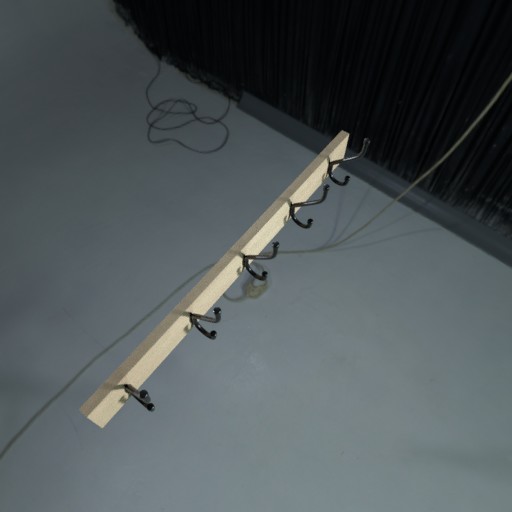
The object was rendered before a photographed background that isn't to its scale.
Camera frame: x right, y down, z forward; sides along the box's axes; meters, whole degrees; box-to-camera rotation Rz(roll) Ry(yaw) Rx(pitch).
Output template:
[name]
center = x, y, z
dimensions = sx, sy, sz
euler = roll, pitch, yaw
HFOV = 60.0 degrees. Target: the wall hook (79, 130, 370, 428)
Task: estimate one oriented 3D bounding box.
[wall hook]
center = 0.000, 0.000, 0.613
dimensions = 0.071, 0.117, 0.571
euler = 33, 63, 19
